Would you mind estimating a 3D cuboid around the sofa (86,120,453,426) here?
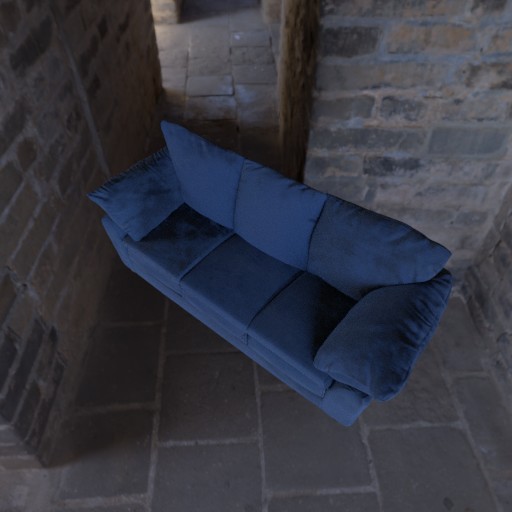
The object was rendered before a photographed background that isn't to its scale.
[{"bbox_3d":[0.000,0.000,2.941,2.390,1.091,0.907,31,54,26],"label":"sofa"}]
